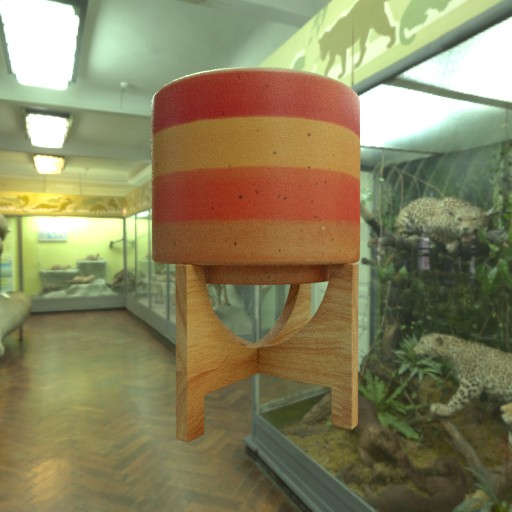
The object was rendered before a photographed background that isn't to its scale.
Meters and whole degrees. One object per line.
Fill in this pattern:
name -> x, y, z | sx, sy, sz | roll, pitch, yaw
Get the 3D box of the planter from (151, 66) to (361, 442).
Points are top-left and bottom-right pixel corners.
planter -> 0.000, 0.000, 0.564 | 0.269, 0.379, 0.269 | 0, 1, 0
